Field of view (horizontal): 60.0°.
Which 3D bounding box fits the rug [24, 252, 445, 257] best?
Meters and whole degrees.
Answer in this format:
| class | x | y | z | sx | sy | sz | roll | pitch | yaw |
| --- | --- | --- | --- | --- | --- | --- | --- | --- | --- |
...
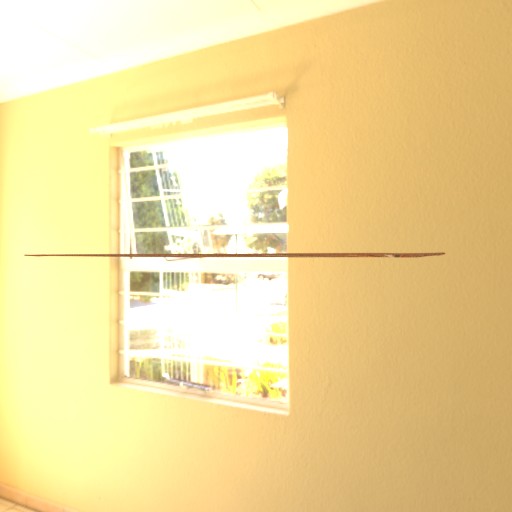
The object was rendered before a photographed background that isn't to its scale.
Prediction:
| class | x | y | z | sx | sy | sz | roll | pitch | yaw |
| --- | --- | --- | --- | --- | --- | --- | --- | --- | --- |
| rug | 0.000 | 0.000 | 4.210 | 3.092 | 0.023 | 2.479 | 0 | 0 | 17 |
